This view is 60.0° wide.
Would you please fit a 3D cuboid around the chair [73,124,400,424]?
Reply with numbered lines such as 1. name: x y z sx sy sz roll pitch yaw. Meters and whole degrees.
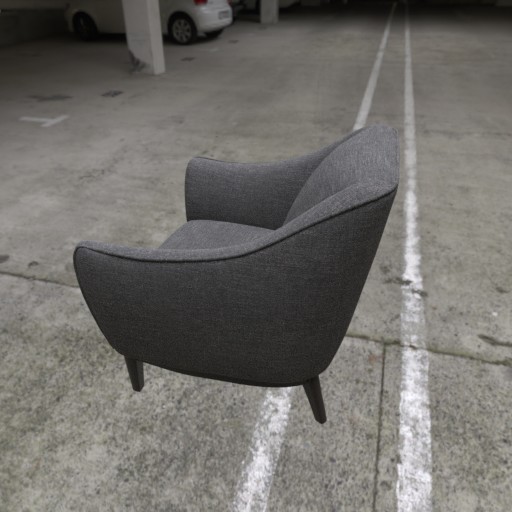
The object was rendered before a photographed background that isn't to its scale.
1. chair: 0.000 0.000 1.558 0.851 0.829 0.870 8 30 14
